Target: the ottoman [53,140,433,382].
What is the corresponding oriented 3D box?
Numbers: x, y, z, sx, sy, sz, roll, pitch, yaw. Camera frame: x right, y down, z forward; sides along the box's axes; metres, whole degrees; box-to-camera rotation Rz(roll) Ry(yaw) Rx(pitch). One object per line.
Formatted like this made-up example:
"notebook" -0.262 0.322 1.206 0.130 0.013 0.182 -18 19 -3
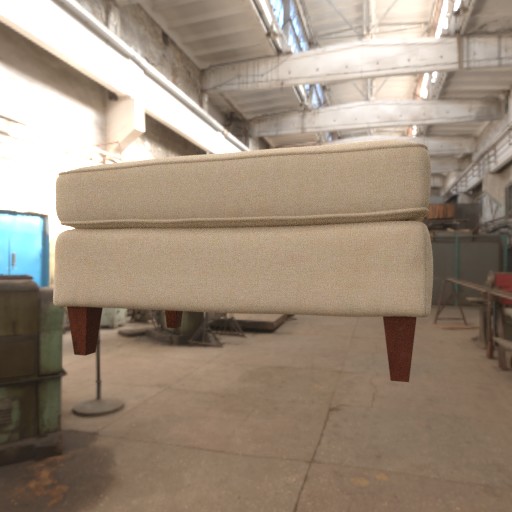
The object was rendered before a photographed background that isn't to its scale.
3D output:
"ottoman" 0.000 0.000 1.193 0.862 0.484 0.583 0 0 18
